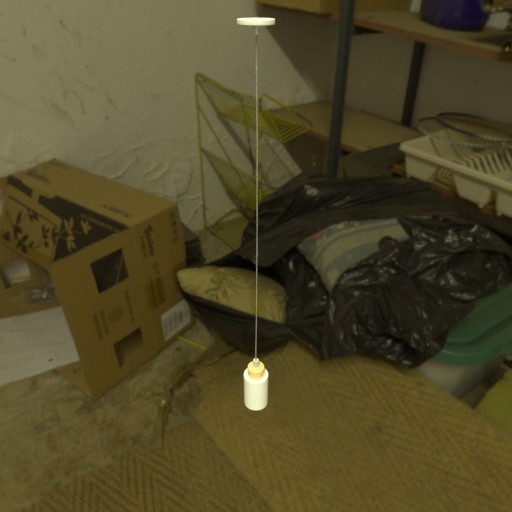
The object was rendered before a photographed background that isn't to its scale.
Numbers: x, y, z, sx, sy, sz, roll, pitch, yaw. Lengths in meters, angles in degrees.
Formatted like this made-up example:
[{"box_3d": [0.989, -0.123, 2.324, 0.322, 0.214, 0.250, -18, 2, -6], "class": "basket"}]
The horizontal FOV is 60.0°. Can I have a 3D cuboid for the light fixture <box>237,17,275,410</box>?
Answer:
[{"box_3d": [0.000, 0.000, 1.902, 0.125, 1.798, 0.125, 19, 35, 28], "class": "light fixture"}]
